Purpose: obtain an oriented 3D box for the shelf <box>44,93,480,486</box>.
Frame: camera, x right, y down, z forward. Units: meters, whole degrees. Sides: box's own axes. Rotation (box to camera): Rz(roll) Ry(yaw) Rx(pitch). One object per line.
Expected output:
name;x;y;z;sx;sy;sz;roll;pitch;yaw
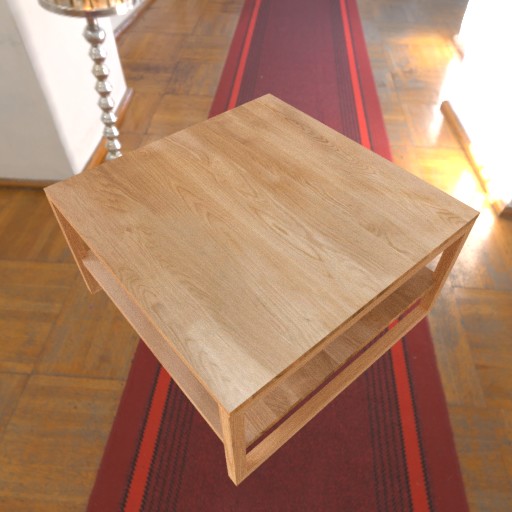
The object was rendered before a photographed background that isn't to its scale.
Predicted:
shelf;0.000;0.000;1.460;0.899;0.480;0.899;-32;55;-26
